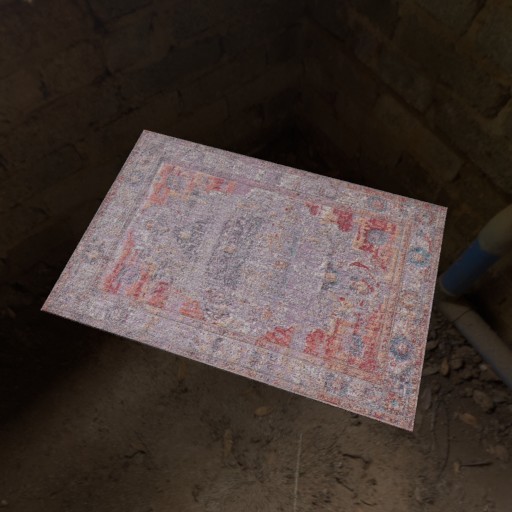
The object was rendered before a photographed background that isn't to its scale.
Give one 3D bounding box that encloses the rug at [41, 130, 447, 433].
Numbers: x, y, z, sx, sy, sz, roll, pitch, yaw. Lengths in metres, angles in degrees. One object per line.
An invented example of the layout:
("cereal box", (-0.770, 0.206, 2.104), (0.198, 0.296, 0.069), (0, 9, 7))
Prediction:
("rug", (0.000, 0.000, 2.313), (1.829, 0.005, 1.219), (16, 64, 8))
